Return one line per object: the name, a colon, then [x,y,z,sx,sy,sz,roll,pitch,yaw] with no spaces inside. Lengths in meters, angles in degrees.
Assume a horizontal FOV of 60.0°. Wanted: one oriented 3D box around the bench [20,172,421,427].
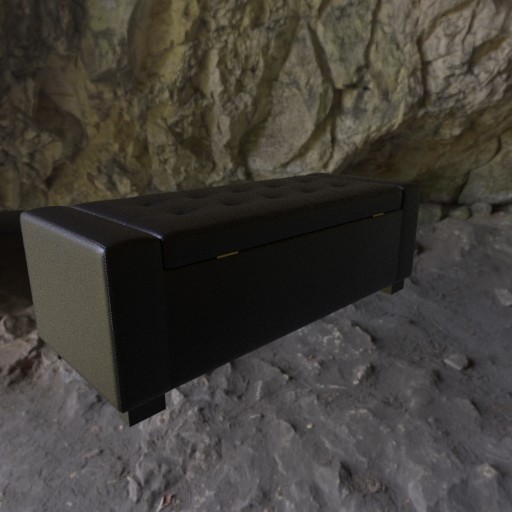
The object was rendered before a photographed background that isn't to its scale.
bench: [0.000,0.000,1.505,1.296,0.445,0.508,-16,23,-42]
